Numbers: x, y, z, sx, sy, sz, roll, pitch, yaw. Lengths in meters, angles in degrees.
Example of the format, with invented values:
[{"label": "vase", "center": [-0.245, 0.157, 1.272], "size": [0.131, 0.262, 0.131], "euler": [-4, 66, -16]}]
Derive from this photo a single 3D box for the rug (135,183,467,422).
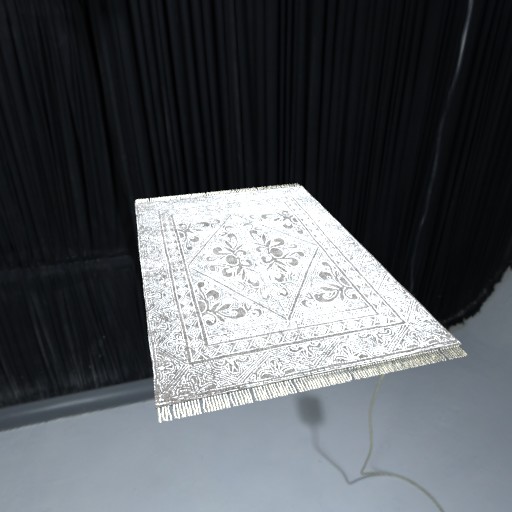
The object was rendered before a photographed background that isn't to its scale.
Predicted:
[{"label": "rug", "center": [0.000, 0.000, 3.020], "size": [1.529, 0.010, 2.440], "euler": [-8, 31, -13]}]
